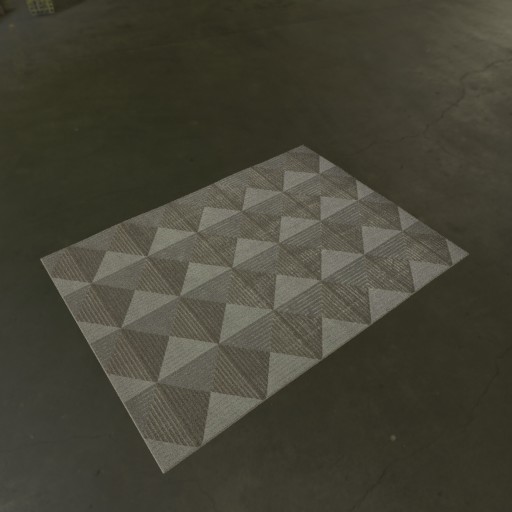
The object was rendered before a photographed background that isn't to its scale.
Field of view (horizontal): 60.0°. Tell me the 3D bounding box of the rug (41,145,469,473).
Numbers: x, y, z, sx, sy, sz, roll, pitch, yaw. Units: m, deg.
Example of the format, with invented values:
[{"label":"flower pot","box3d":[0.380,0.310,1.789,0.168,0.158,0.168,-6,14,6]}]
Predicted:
[{"label":"rug","box3d":[0.000,0.000,4.255,3.333,0.027,2.428,-28,52,-25]}]
